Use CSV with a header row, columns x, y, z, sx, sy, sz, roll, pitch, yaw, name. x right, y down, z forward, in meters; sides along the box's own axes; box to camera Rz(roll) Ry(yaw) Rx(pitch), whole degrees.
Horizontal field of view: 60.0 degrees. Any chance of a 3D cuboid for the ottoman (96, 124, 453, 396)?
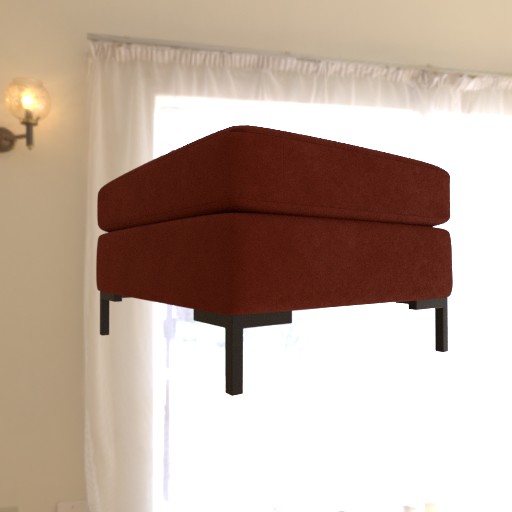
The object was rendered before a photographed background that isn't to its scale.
x,y,z,sx,sy,sz,roll,pitch,yaw,name
0.000,0.000,1.188,0.650,0.462,0.782,0,-1,-35,ottoman
